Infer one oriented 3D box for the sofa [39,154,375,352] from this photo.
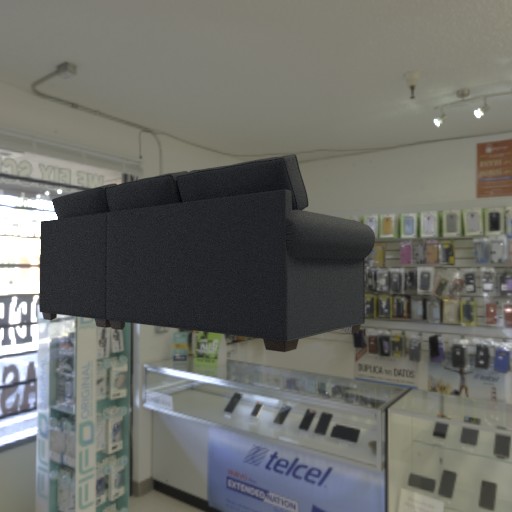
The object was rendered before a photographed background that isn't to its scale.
[{"bbox_3d":[0.000,0.000,3.874,2.487,1.042,2.562,-1,-2,37],"label":"sofa"}]
